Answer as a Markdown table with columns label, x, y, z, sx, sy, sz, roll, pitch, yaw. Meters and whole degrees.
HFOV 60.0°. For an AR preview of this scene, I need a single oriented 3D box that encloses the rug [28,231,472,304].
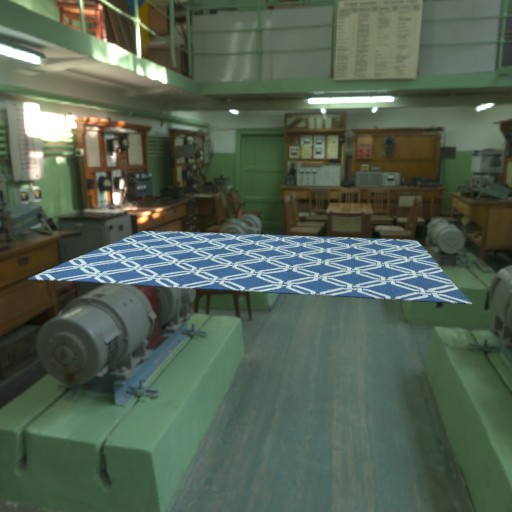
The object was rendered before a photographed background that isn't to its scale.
| label | x | y | z | sx | sy | sz | roll | pitch | yaw |
| --- | --- | --- | --- | --- | --- | --- | --- | --- | --- |
| rug | 0.000 | 0.000 | 2.249 | 1.755 | 0.010 | 1.153 | 2 | 14 | 10 |
